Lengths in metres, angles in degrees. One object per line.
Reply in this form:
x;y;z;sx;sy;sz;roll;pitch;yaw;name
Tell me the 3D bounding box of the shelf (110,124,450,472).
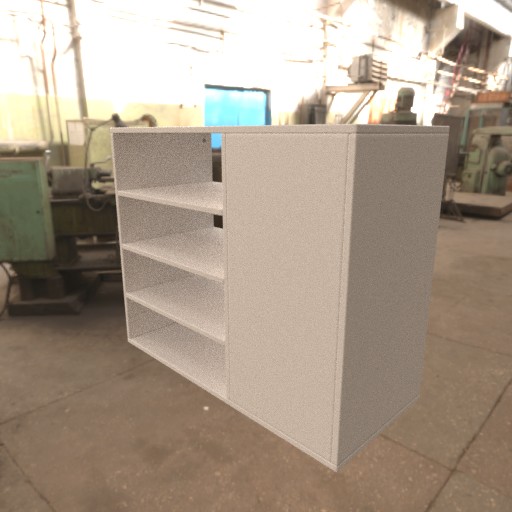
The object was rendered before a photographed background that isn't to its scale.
0.000;0.000;1.310;0.895;0.732;0.396;15;21;43;shelf
